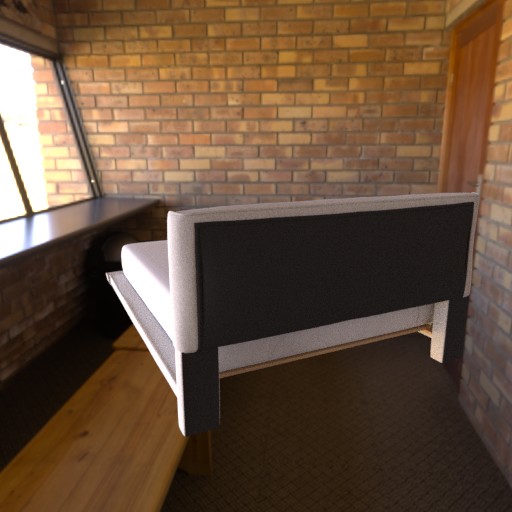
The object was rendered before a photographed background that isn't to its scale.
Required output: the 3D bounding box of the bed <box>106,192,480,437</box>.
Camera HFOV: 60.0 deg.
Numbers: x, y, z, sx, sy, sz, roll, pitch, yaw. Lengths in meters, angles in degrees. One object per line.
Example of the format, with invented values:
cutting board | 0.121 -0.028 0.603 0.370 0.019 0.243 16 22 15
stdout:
bed | 0.000 0.000 3.496 1.980 1.126 2.498 -7 15 -25
